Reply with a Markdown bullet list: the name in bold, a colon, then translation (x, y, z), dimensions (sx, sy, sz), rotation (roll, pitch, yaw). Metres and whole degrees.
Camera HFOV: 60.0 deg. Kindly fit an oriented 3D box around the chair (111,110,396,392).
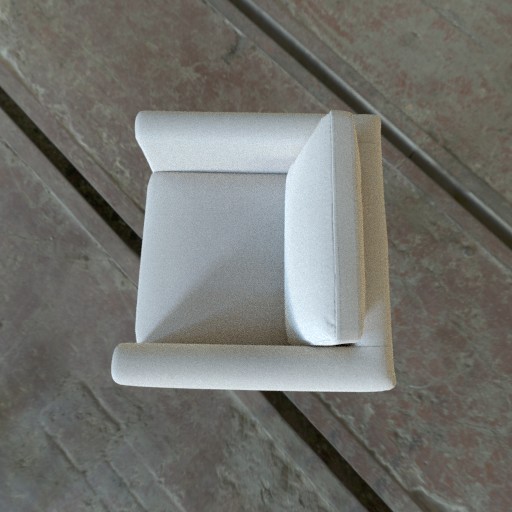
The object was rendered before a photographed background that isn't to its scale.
- **chair**: translation (0.000, 0.000, 1.715), dimensions (0.896, 0.915, 0.982), rotation (1, 75, 0)
